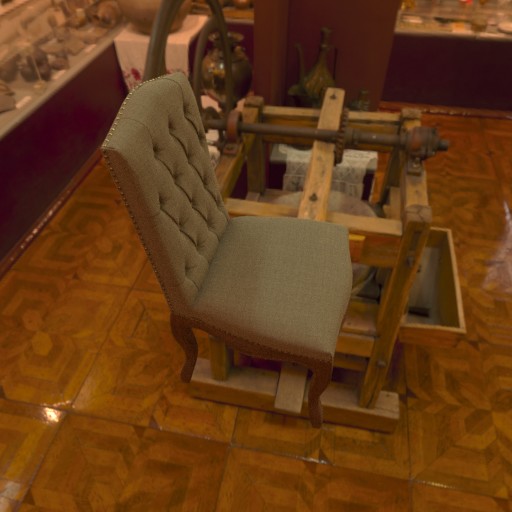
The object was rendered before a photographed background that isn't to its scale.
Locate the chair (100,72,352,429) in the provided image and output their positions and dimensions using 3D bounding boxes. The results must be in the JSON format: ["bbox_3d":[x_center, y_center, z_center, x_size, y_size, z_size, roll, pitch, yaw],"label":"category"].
[{"bbox_3d":[0.000,0.000,1.614,0.731,1.191,0.637,9,46,9],"label":"chair"}]
